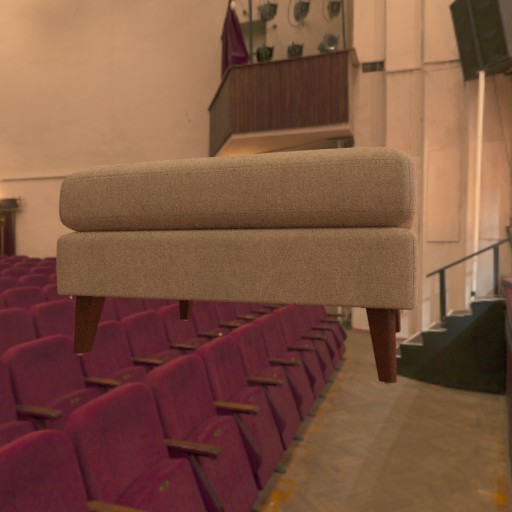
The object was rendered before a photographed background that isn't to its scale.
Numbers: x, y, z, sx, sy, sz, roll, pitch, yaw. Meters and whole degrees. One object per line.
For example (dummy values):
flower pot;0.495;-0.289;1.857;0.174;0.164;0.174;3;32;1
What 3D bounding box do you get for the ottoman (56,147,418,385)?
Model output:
ottoman;0.000;0.000;1.214;0.823;0.478;0.610;0;1;19
